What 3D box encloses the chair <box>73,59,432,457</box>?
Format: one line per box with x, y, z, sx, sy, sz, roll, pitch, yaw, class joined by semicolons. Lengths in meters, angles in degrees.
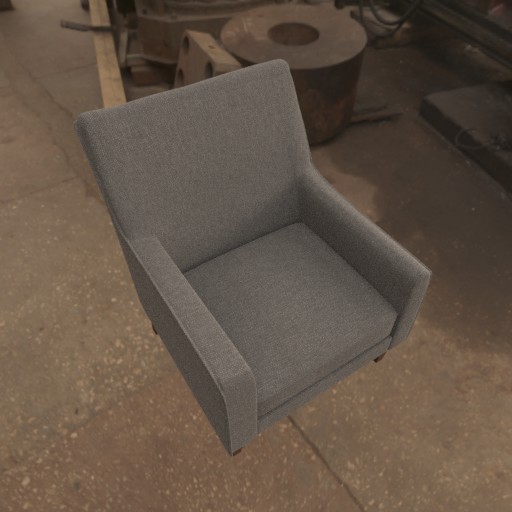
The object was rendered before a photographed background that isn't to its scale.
0.000;0.000;1.551;0.780;0.919;0.899;-25;51;-22;chair
